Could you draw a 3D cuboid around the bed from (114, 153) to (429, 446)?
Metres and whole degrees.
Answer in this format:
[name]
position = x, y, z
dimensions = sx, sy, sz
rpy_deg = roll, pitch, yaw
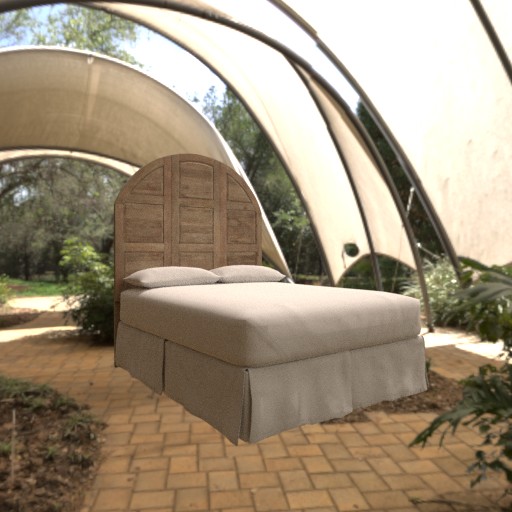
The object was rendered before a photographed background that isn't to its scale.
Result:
[bed]
position = 0.000, 0.000, 3.595
dimensions = 1.713, 2.002, 2.112
rpy_deg = 0, 1, -36
